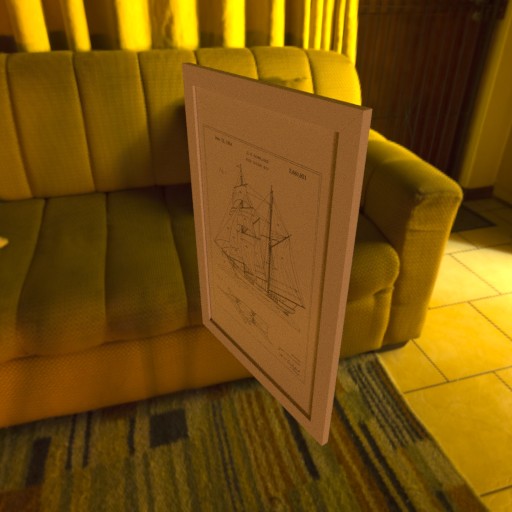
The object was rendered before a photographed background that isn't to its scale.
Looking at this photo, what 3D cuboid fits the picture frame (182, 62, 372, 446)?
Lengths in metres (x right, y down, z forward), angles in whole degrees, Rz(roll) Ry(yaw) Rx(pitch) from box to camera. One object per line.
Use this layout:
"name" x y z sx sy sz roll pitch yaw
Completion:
"picture frame" 0.000 0.000 0.614 0.011 0.459 0.326 -21 37 -30
